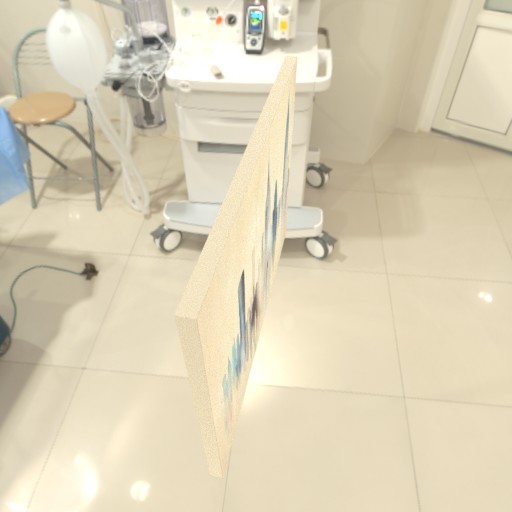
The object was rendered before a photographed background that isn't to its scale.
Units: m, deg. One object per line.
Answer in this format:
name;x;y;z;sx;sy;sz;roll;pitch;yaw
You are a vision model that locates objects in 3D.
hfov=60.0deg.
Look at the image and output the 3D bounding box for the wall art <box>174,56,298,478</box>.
wall art;0.000;0.000;1.313;0.038;0.762;1.016;9;47;9
